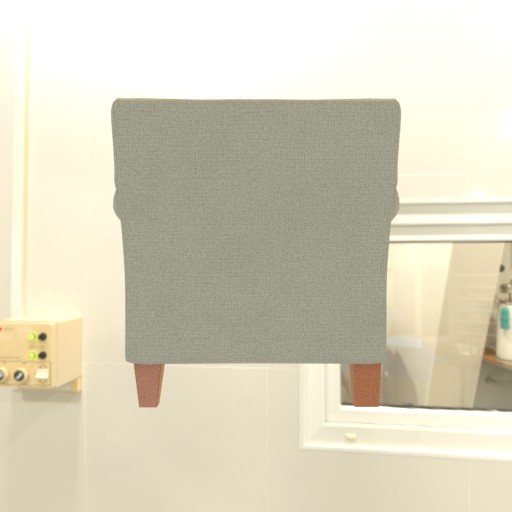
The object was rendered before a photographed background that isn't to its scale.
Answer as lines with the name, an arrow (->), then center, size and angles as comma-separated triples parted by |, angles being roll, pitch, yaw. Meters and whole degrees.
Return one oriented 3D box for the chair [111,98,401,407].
chair -> 0.000, 0.000, 1.845 | 0.955, 1.038, 1.070 | 0, -1, 0
